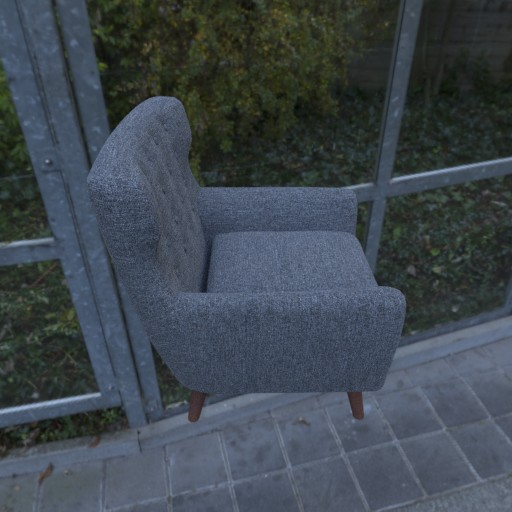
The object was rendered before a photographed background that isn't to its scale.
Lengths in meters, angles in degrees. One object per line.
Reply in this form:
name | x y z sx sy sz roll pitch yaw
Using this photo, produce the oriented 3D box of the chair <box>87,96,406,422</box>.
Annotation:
chair | 0.000 0.000 1.725 0.940 1.039 0.889 -1 33 -1
